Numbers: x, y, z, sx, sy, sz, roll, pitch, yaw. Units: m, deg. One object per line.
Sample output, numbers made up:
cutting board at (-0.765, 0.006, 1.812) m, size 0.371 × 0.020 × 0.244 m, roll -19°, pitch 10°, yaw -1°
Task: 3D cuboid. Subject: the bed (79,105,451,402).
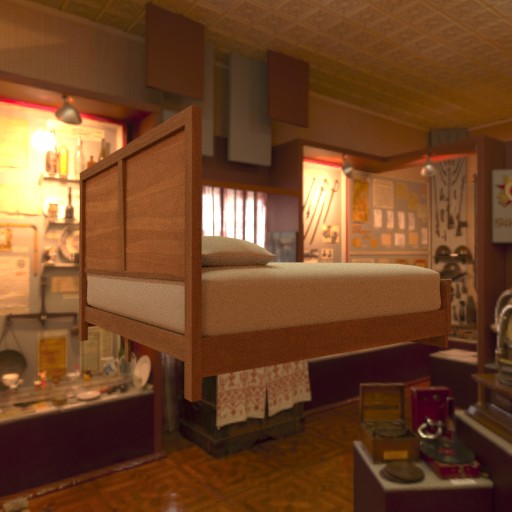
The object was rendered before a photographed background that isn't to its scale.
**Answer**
bed at (0.000, 0.000, 3.518) m, size 2.184 × 1.387 × 2.003 m, roll 0°, pitch -1°, yaw -36°
